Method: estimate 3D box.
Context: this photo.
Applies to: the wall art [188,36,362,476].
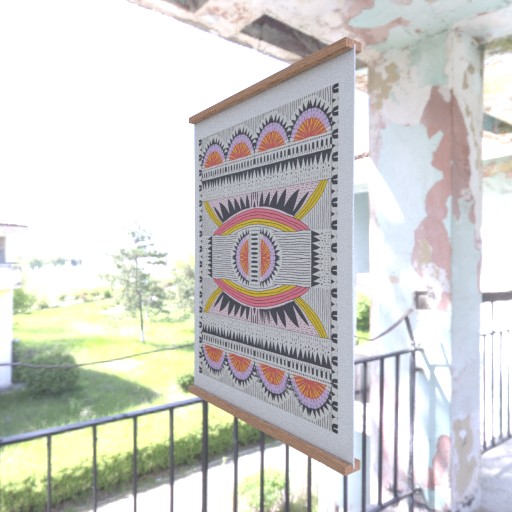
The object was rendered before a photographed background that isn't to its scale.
[{"bbox_3d":[0.000,0.000,0.700,0.028,0.527,0.403,0,1,-36],"label":"wall art"}]
